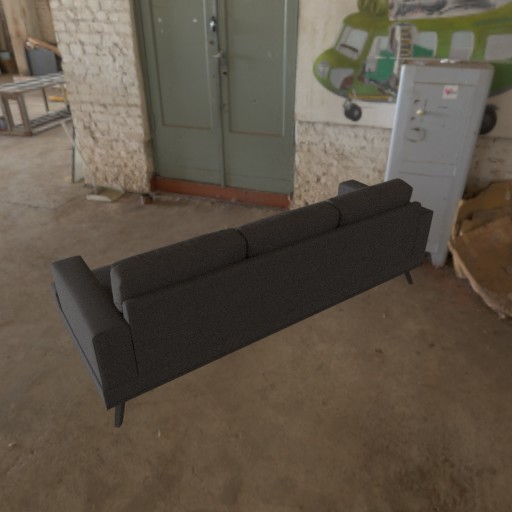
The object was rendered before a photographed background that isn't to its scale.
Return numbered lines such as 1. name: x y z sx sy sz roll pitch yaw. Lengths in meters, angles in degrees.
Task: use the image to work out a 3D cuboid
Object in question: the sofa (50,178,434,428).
1. sofa: 0.000 0.000 2.819 2.310 0.810 0.920 -19 35 -30
